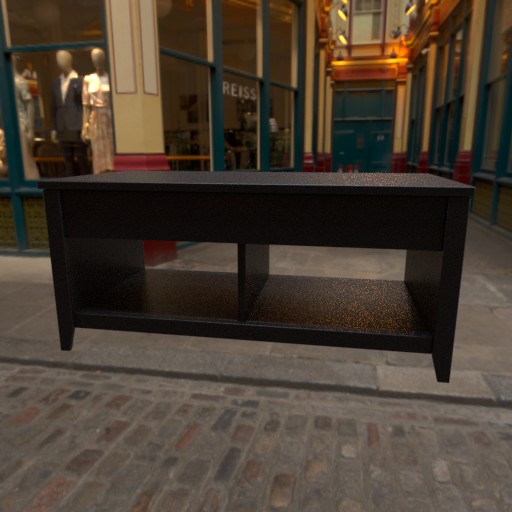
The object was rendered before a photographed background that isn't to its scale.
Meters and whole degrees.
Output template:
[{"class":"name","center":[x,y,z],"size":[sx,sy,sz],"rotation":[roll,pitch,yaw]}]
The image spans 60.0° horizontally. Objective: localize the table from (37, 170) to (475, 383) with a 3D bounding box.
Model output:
[{"class":"table","center":[0.000,0.000,1.295],"size":[1.016,0.457,0.483],"rotation":[2,14,10]}]
